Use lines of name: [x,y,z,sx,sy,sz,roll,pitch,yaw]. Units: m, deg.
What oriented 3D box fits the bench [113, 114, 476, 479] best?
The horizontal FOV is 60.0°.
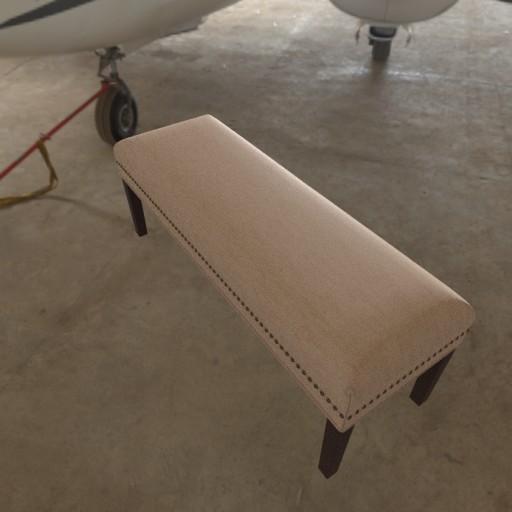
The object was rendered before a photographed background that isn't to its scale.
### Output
bench: [0.000,0.000,1.423,0.410,0.457,1.219,-25,49,-25]
